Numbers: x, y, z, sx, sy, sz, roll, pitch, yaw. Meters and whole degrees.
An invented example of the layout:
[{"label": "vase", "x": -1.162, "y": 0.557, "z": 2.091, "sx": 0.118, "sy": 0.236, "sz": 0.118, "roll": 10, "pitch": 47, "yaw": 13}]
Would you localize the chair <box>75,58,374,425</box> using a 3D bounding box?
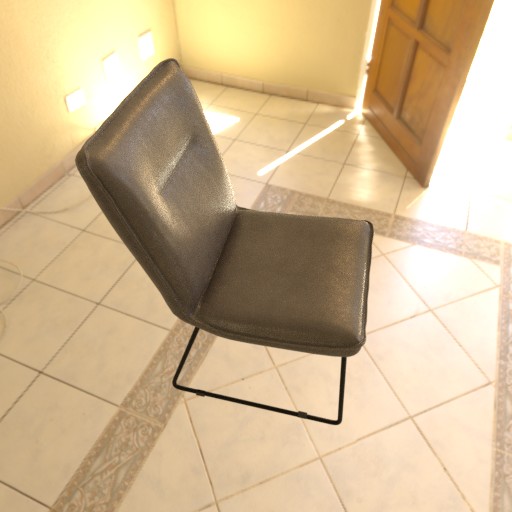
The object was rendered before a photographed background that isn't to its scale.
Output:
[{"label": "chair", "x": 0.000, "y": 0.000, "z": 1.328, "sx": 0.688, "sy": 0.932, "sz": 0.515, "roll": 10, "pitch": 47, "yaw": 9}]
